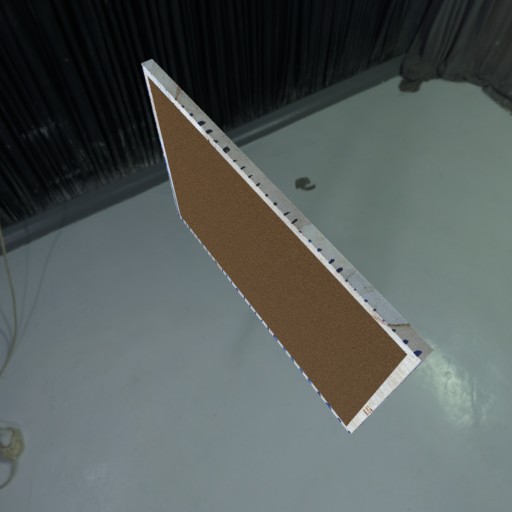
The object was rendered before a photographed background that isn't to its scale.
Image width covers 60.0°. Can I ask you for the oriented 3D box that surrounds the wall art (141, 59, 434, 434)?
[{"bbox_3d":[0.000,0.000,1.147,0.030,0.609,0.919,-31,63,-18],"label":"wall art"}]
